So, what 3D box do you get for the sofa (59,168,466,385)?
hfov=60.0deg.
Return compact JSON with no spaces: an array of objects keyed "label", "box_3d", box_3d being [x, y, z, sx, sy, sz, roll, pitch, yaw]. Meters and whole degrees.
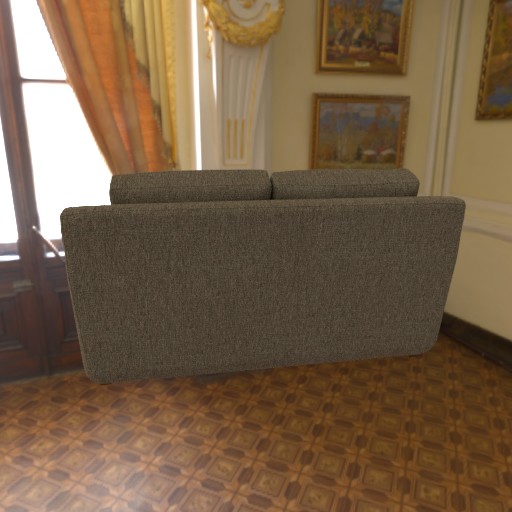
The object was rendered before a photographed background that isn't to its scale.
[{"label":"sofa","box_3d":[0.000,0.000,2.442,1.778,0.991,1.120,-3,16,-10]}]
